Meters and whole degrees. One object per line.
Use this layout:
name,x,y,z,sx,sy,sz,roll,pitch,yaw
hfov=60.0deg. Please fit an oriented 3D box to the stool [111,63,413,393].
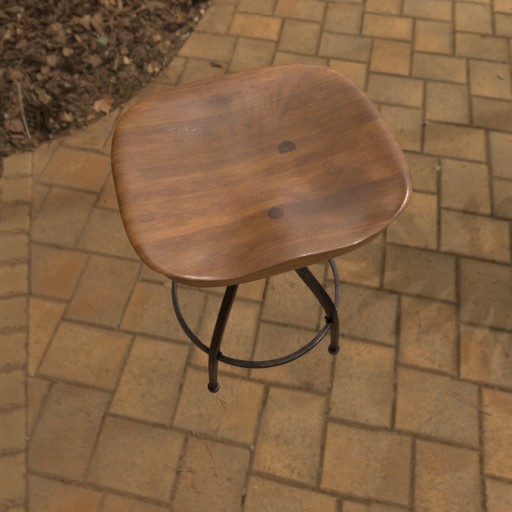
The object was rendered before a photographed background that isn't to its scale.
stool,0.000,0.000,0.979,0.432,0.694,0.424,-16,64,-8
